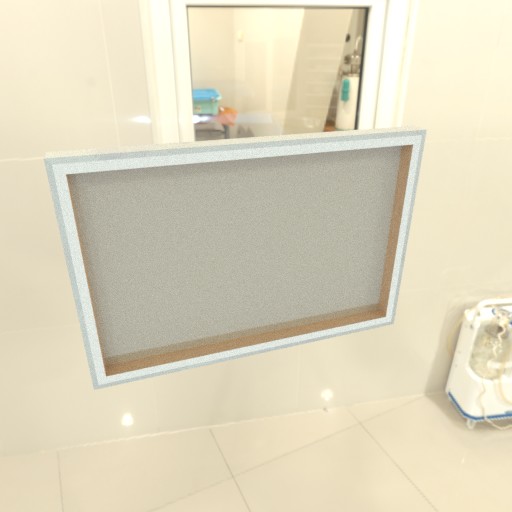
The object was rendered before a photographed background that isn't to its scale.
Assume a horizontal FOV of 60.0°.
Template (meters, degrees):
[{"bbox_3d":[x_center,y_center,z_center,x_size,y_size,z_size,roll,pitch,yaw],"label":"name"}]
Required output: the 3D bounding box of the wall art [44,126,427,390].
[{"bbox_3d":[0.000,0.000,0.784,0.609,0.407,0.038,-9,28,-17],"label":"wall art"}]
